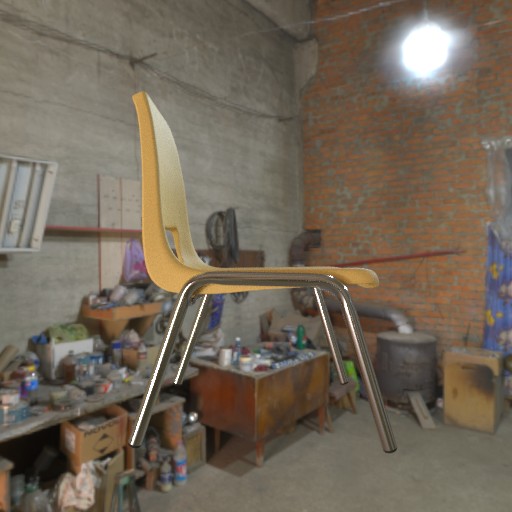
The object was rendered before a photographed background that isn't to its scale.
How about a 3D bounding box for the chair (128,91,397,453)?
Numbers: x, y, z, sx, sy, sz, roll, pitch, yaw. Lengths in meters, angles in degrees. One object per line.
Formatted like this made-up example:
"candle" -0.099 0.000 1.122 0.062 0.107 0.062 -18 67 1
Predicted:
"chair" 0.000 0.000 0.773 0.385 0.536 0.354 0 -1 1
